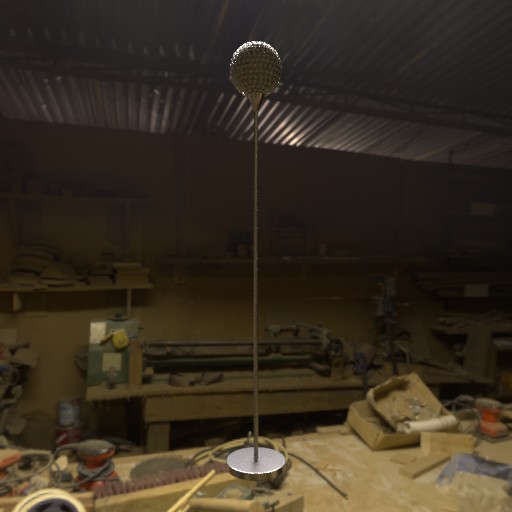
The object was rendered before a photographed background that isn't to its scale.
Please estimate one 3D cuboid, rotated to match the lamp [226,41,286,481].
[{"bbox_3d":[0.000,0.000,1.914,0.254,1.805,0.254,0,-1,0],"label":"lamp"}]
